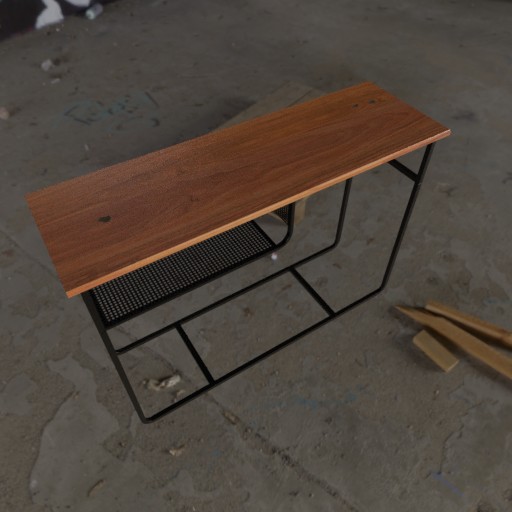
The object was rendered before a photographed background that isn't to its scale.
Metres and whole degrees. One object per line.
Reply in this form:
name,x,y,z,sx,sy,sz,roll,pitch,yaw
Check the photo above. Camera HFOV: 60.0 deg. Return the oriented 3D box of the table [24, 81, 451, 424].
table,0.000,0.000,1.441,1.100,0.750,0.350,-25,52,-21
